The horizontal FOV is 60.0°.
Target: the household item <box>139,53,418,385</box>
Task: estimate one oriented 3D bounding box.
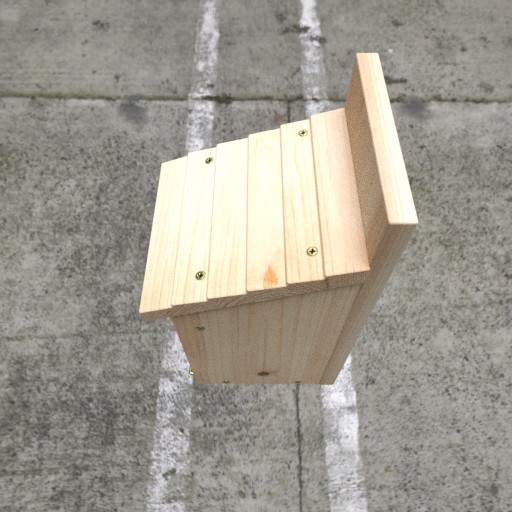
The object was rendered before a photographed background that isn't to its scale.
[{"bbox_3d":[0.000,0.000,0.396,0.171,0.300,0.149,0,58,0],"label":"household item"}]
